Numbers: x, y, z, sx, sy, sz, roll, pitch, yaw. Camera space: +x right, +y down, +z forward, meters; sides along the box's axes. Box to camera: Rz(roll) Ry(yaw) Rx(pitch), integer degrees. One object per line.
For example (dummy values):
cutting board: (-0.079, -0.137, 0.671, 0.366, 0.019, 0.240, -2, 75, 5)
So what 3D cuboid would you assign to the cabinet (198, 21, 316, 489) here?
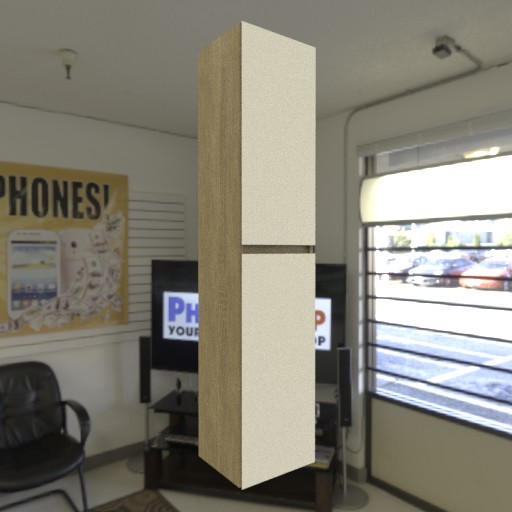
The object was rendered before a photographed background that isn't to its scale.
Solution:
cabinet: (0.000, 0.000, 1.520, 0.300, 1.400, 0.270, -1, 1, -36)
